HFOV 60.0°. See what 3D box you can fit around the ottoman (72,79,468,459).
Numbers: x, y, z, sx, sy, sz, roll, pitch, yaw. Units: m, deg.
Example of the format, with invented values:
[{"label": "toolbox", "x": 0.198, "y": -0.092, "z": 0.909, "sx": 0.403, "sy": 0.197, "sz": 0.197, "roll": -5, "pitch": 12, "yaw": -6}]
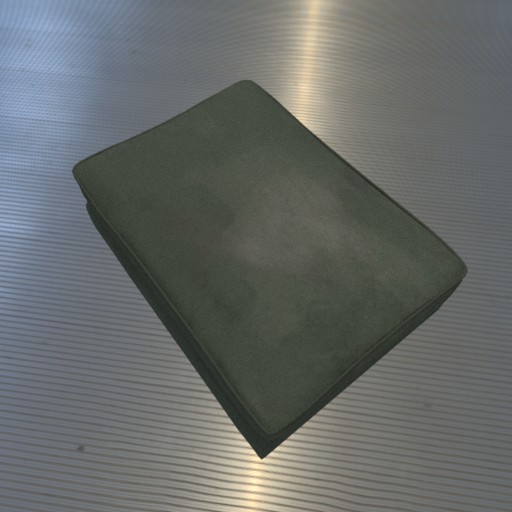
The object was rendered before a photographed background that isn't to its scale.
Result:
[{"label": "ottoman", "x": 0.000, "y": 0.000, "z": 1.257, "sx": 0.632, "sy": 0.495, "sz": 0.864, "roll": -34, "pitch": 65, "yaw": -18}]
